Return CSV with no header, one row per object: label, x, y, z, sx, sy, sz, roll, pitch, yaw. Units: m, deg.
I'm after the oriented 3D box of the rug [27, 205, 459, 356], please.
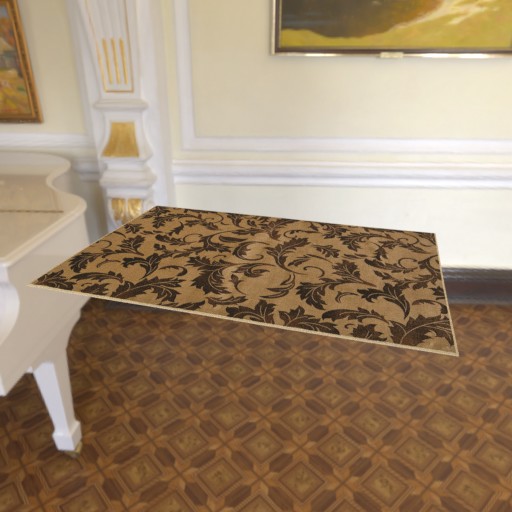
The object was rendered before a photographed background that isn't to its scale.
rug,0.000,0.000,2.873,2.284,0.008,1.522,7,25,15
